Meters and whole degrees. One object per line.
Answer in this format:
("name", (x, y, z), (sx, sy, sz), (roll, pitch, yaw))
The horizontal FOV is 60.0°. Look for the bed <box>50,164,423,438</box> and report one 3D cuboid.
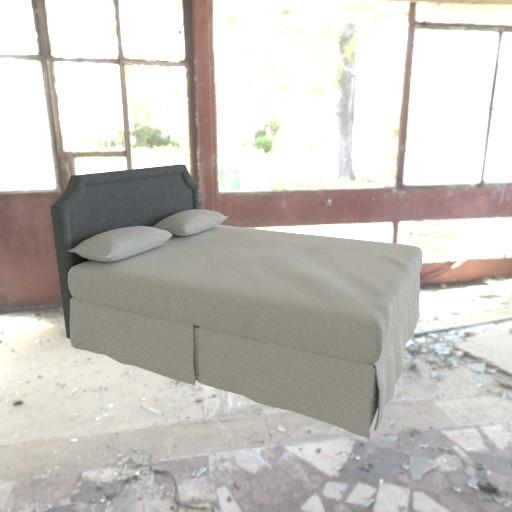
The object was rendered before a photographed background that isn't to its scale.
("bed", (0.000, 0.000, 3.593), (2.464, 1.306, 1.977), (8, 17, 25))
